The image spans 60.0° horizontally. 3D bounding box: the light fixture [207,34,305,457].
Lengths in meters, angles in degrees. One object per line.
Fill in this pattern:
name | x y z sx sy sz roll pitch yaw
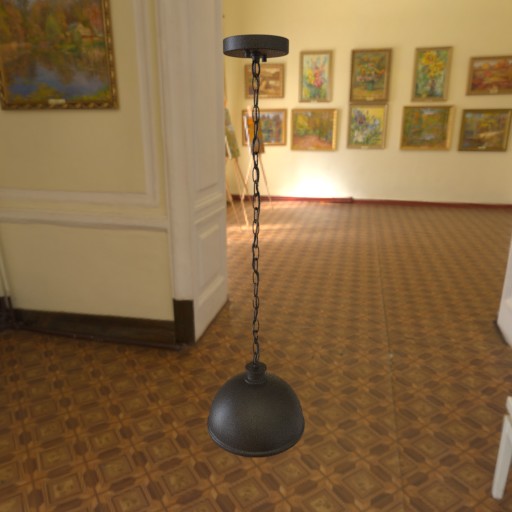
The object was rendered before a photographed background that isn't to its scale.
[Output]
light fixture | 0.000 0.000 1.230 0.304 1.090 0.304 8 19 25
